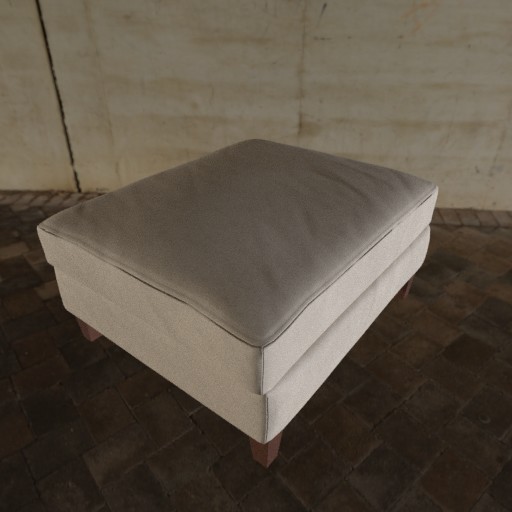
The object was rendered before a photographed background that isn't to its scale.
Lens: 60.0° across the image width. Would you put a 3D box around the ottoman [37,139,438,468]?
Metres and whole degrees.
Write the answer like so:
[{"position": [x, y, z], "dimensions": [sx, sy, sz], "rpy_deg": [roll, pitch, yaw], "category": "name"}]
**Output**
[{"position": [0.000, 0.000, 1.456], "dimensions": [0.836, 0.492, 1.002], "rpy_deg": [23, 39, 31], "category": "ottoman"}]
